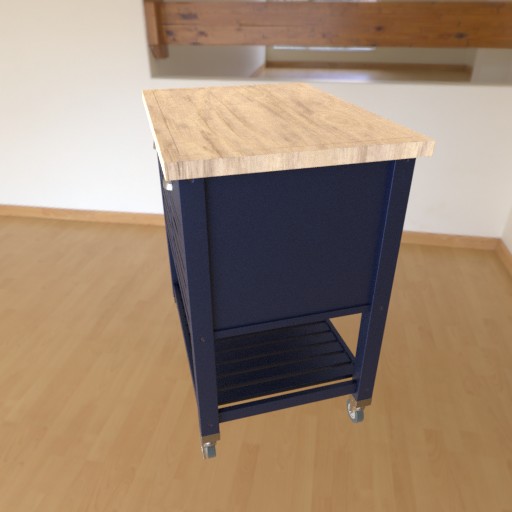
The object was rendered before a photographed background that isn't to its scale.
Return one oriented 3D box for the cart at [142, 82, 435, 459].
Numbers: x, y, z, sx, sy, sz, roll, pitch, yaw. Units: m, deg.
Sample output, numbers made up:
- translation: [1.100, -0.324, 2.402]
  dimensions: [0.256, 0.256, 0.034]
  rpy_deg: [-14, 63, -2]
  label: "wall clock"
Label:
- translation: [0.000, 0.000, 1.432]
  dimensions: [0.567, 0.920, 0.797]
  rpy_deg: [-8, 31, -13]
  label: "cart"
